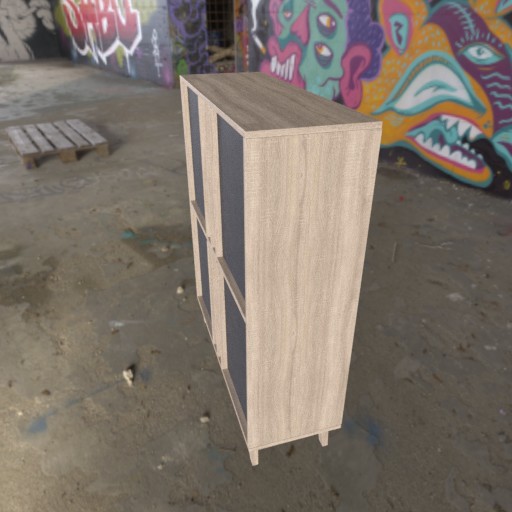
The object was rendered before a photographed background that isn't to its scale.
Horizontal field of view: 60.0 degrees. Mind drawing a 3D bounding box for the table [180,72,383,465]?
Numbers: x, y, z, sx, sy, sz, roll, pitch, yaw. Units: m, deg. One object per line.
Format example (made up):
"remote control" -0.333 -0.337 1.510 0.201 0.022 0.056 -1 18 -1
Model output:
"table" 0.000 0.000 1.978 0.398 1.388 1.111 -9 31 -15
